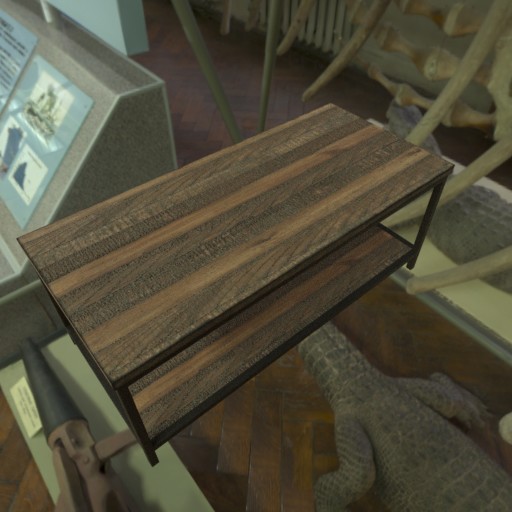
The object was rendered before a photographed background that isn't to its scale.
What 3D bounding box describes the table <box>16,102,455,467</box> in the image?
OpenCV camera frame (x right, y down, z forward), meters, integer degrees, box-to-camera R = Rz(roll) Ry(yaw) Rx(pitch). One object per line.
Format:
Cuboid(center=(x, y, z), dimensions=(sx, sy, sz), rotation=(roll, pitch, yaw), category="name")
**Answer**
Cuboid(center=(0.000, 0.000, 1.211), dimensions=(0.990, 0.399, 0.452), rotation=(-31, 53, -27), category="table")
